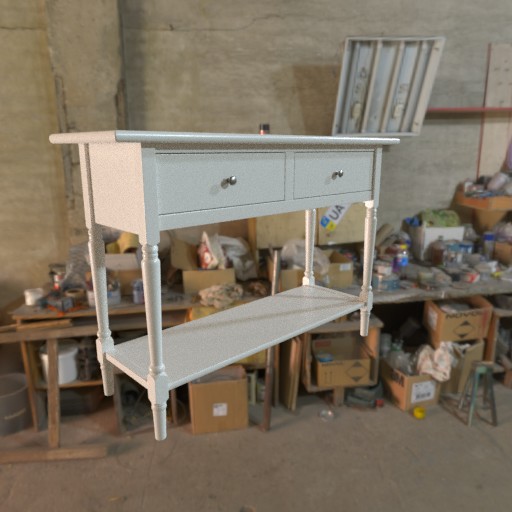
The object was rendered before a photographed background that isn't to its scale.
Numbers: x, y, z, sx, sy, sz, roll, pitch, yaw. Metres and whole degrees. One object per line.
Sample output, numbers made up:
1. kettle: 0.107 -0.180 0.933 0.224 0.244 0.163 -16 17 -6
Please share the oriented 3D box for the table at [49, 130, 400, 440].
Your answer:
1. table: 0.000 0.000 1.564 1.191 0.814 0.386 -13 19 -42
